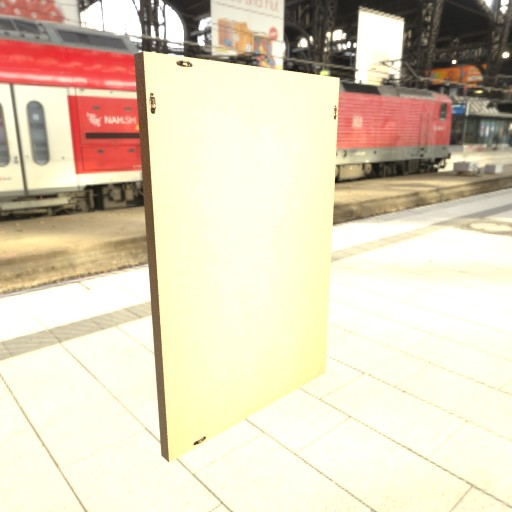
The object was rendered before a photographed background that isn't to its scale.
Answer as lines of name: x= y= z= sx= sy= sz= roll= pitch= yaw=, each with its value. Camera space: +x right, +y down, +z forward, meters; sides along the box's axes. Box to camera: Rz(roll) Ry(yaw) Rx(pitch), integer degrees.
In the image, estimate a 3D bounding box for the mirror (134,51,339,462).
mirror: x=0.000 y=0.000 z=1.161 sx=0.609 sy=0.915 sz=0.040 roll=-14 pitch=21 yaw=-42
